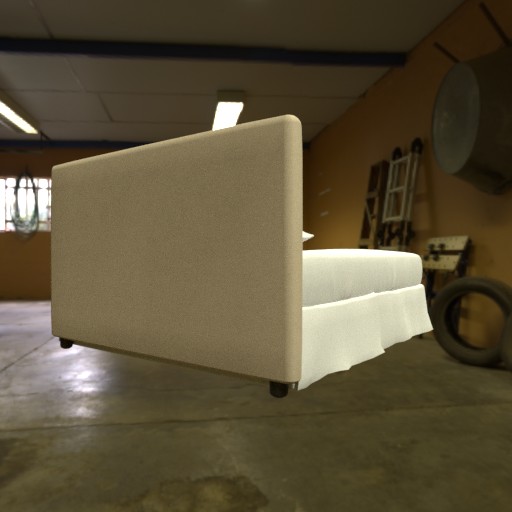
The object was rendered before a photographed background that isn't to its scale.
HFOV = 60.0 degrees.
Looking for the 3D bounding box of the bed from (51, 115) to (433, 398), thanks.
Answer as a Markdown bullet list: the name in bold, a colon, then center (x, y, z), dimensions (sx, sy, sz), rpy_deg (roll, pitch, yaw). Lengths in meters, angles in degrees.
- **bed**: center (0.000, 0.000, 3.511), dimensions (2.119, 1.317, 2.319), rpy_deg (0, 0, 36)
